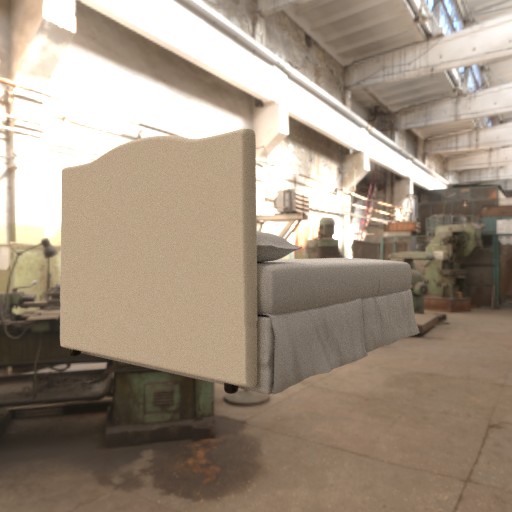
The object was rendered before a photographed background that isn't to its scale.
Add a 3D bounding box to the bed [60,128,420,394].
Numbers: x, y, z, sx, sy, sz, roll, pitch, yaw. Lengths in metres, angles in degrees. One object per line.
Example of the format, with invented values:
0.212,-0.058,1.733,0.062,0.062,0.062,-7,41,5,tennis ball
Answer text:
0.000,0.000,3.692,1.977,1.437,2.477,0,0,36,bed
